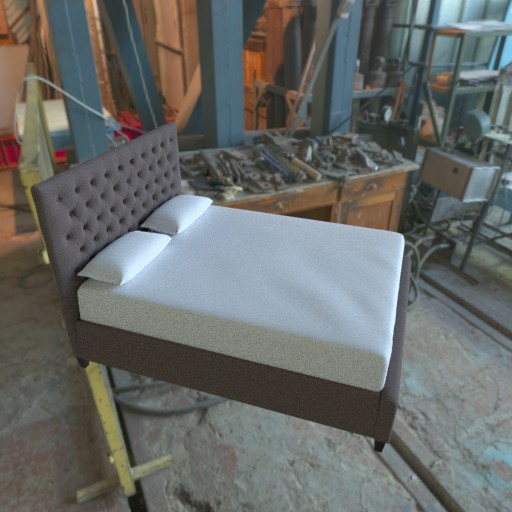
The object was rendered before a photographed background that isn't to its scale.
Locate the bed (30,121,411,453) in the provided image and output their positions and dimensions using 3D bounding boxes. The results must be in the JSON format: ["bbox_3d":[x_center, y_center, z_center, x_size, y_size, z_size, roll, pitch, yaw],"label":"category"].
[{"bbox_3d":[0.000,0.000,3.275,2.233,1.426,1.696,10,32,17],"label":"bed"}]
